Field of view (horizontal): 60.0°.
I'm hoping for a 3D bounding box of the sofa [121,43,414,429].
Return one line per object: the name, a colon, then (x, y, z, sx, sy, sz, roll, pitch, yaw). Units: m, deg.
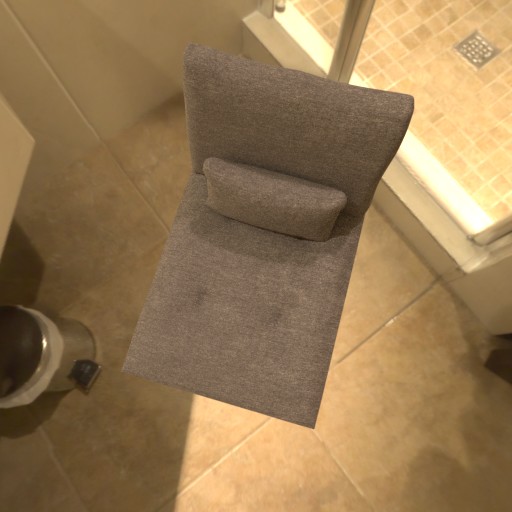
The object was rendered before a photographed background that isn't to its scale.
sofa: (0.000, 0.000, 1.521, 0.700, 0.820, 1.000, 15, 76, 4)
